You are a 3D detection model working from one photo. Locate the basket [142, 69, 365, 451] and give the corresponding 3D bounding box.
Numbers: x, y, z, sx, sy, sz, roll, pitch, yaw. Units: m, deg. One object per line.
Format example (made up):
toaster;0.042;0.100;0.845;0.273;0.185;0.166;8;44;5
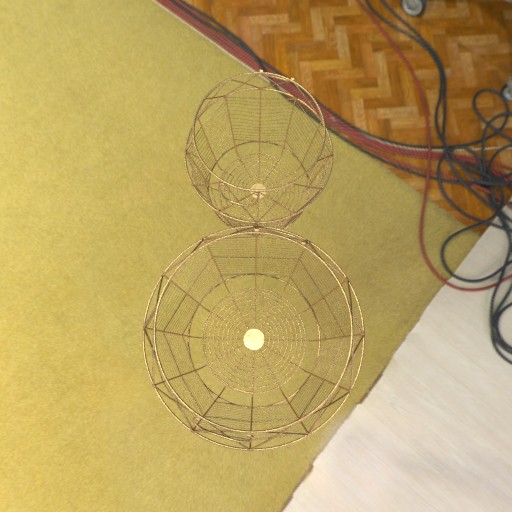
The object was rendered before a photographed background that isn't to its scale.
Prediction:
basket;0.000;0.000;1.016;0.451;0.343;0.805;2;76;0
